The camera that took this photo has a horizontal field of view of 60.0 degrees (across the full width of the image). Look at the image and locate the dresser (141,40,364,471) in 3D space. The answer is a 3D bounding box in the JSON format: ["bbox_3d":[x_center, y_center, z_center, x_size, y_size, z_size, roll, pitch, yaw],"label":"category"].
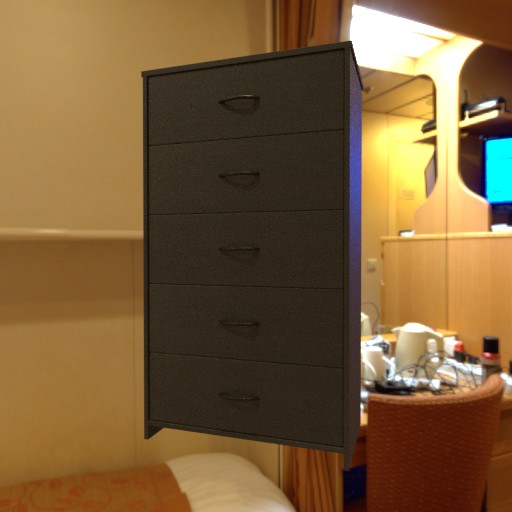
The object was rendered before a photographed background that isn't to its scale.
[{"bbox_3d":[0.000,0.000,1.567,0.704,1.255,0.399,0,1,19],"label":"dresser"}]
